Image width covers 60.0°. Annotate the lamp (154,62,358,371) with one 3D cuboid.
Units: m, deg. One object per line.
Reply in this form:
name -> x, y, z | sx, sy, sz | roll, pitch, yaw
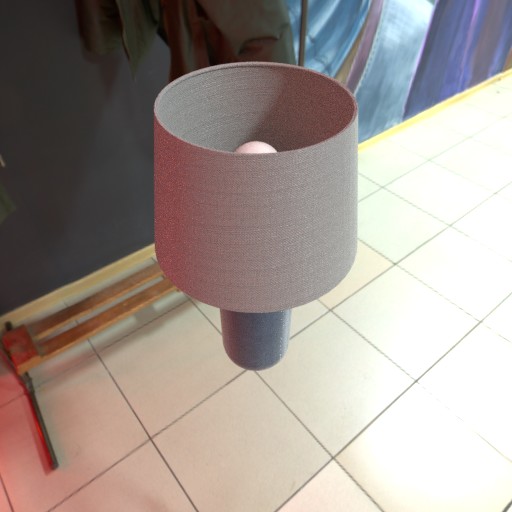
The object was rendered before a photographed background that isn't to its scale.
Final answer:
lamp -> 0.000, 0.000, 0.587 | 0.253, 0.428, 0.253 | 0, 44, 0
